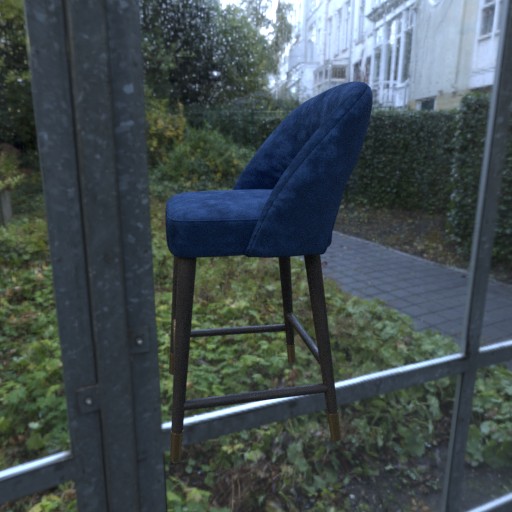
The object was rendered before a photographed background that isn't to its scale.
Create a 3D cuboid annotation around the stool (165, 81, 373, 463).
[{"bbox_3d":[0.000,0.000,1.253,0.524,0.925,0.536,-3,15,-11],"label":"stool"}]
